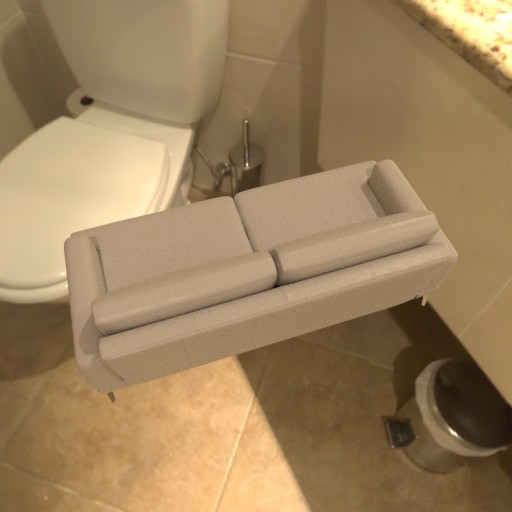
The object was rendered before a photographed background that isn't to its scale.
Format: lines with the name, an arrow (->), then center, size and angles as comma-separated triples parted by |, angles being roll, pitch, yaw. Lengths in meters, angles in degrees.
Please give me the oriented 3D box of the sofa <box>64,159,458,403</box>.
sofa -> 0.000, 0.000, 2.426 | 1.940, 0.765, 0.974 | -15, 58, -10
